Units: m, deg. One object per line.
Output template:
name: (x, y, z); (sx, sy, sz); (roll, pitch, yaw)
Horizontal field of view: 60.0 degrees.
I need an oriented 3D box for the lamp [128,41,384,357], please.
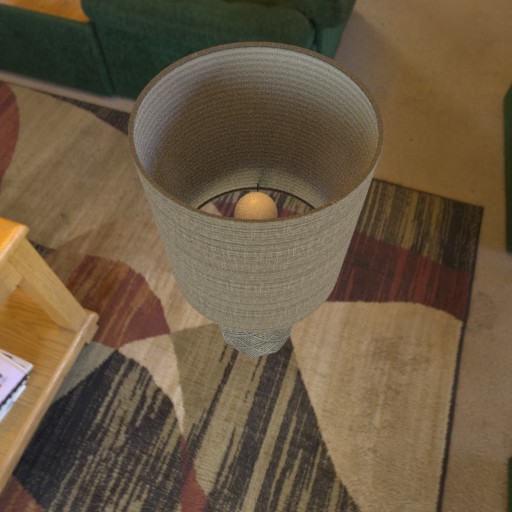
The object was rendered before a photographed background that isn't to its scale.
lamp: (0.000, 0.000, 0.712); (0.269, 0.566, 0.268); (1, 59, 1)
